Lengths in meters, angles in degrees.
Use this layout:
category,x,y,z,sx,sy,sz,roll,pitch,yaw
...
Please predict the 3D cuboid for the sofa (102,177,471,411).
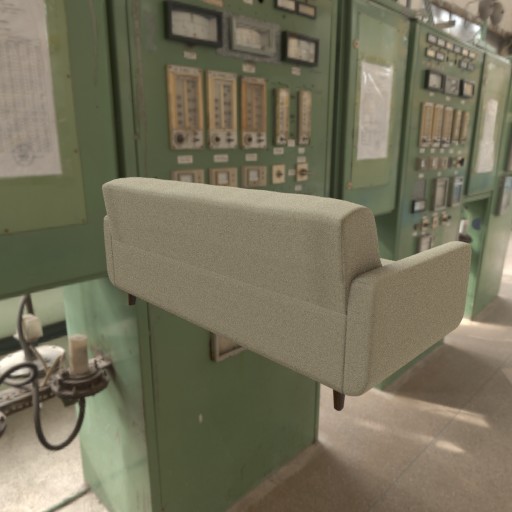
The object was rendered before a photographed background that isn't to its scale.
category,x,y,z,sx,sy,sz,roll,pitch,yaw
sofa,0.000,0.000,2.668,0.980,0.892,2.137,-14,20,-43
